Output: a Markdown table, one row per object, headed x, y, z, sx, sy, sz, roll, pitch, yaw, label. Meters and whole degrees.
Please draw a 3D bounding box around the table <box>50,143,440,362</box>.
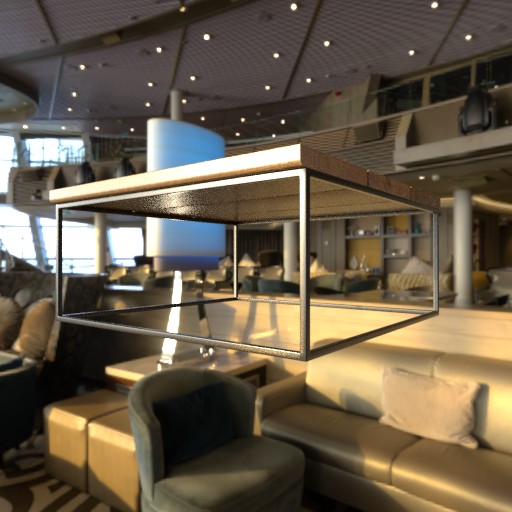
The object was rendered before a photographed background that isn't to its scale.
| x | y | z | sx | sy | sz | roll | pitch | yaw | label |
| --- | --- | --- | --- | --- | --- | --- | --- | --- | --- |
| 0.000 | 0.000 | 1.434 | 0.900 | 0.400 | 0.900 | 0 | -1 | 38 | table |
